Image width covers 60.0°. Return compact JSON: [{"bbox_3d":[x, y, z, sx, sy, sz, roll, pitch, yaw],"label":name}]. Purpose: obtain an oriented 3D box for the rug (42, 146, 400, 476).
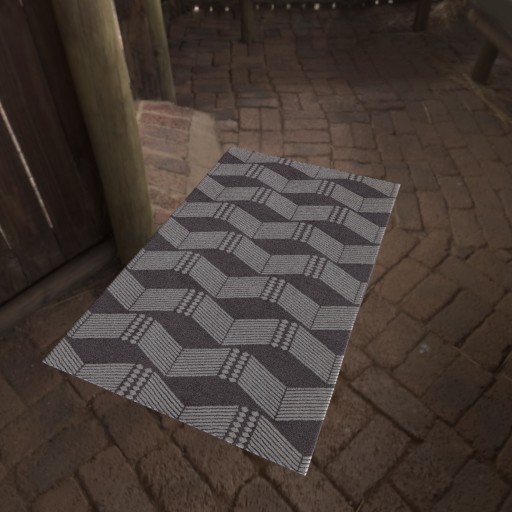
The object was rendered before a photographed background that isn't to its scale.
[{"bbox_3d":[0.000,0.000,3.014,1.517,0.011,2.435,17,47,16],"label":"rug"}]
